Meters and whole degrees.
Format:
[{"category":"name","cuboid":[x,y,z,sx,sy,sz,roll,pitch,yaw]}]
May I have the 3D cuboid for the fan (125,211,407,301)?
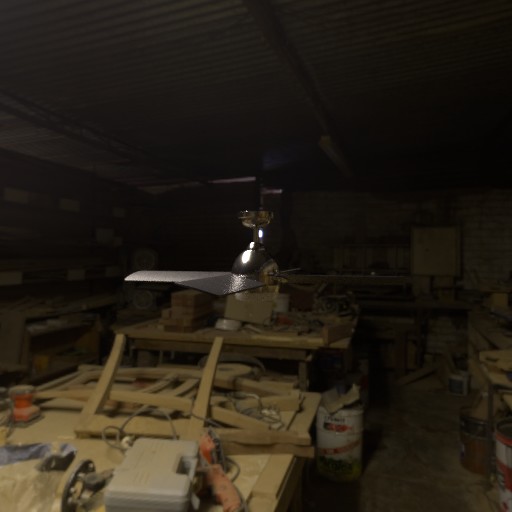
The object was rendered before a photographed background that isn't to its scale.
[{"category":"fan","cuboid":[0.000,0.000,2.061,1.332,0.403,1.332,0,1,17]}]
